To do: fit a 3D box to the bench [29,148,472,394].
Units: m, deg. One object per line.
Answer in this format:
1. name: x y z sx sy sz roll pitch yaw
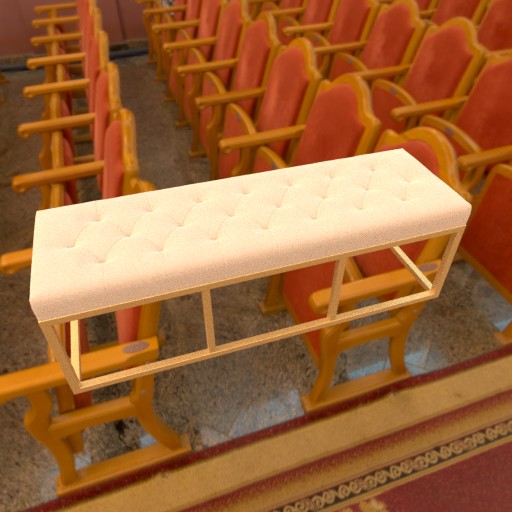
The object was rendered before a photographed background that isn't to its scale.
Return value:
1. bench: 0.000 0.000 1.699 1.473 0.484 0.457 -12 43 -14
